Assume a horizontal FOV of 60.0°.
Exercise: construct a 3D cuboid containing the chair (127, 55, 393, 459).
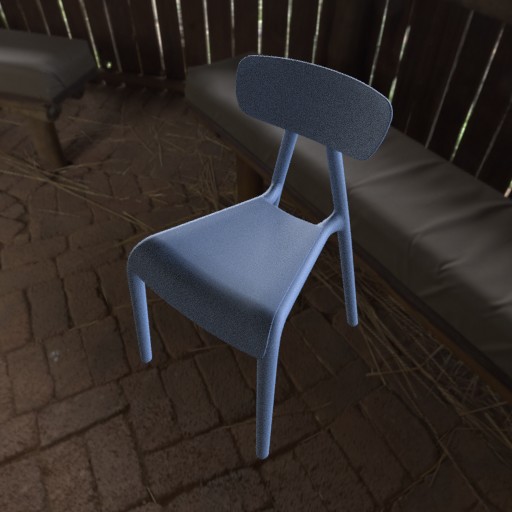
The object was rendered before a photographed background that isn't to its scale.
[{"bbox_3d":[0.000,0.000,0.824,0.356,0.580,0.401,30,53,26],"label":"chair"}]
